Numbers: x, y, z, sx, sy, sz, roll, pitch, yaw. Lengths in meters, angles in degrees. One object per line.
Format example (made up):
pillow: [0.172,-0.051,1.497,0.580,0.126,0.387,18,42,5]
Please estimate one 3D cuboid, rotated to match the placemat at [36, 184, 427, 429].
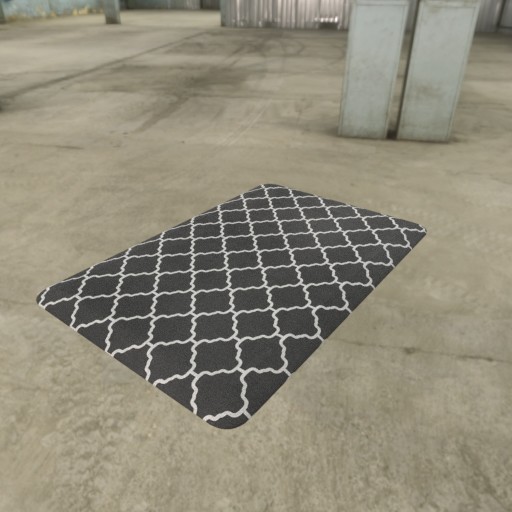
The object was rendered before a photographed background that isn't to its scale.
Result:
placemat: [0.000,0.000,0.966,0.508,0.021,0.762,22,37,32]
